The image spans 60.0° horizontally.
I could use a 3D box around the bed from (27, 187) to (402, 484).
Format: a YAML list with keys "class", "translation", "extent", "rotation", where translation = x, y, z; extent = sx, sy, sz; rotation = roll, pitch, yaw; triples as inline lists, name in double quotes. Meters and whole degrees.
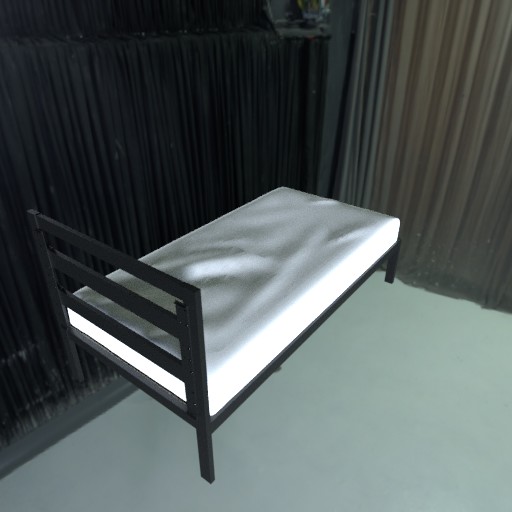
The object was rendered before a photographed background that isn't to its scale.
- class: "bed"
  translation: [0.000, 0.000, 2.513]
  extent: [0.991, 0.967, 1.930]
  rotation: [21, 36, 32]
